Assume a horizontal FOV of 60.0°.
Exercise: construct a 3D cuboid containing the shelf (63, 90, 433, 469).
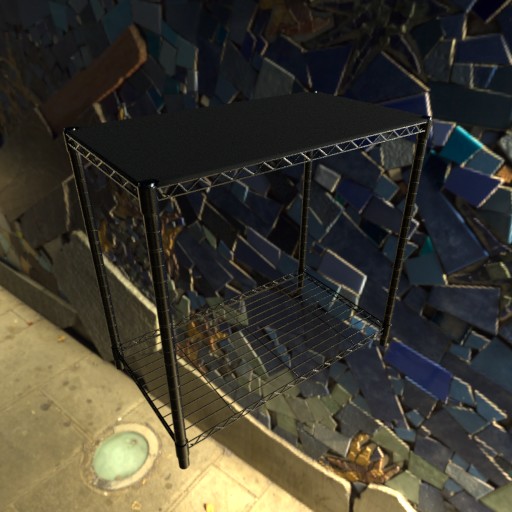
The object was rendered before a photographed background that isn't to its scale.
[{"bbox_3d":[0.000,0.000,0.942,0.589,0.564,0.338,-21,36,-31],"label":"shelf"}]
